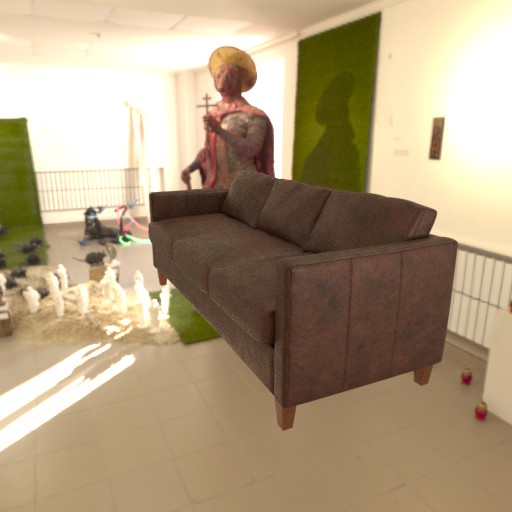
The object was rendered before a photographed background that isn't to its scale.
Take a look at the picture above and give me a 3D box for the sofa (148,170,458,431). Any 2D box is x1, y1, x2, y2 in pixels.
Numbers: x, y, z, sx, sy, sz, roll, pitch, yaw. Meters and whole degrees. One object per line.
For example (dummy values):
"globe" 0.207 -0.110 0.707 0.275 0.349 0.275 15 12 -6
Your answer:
"sofa" 0.000 0.000 3.083 1.045 1.006 2.464 -7 17 -25
